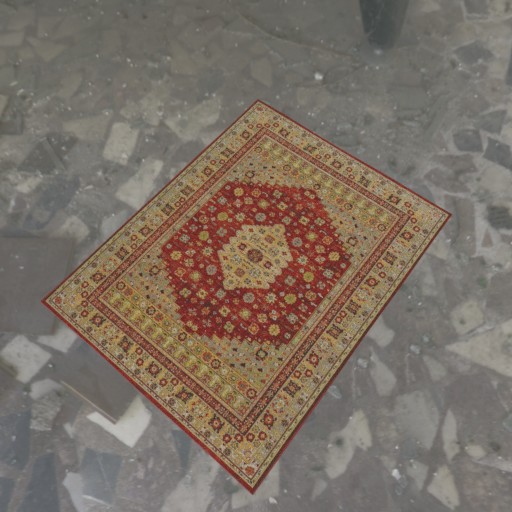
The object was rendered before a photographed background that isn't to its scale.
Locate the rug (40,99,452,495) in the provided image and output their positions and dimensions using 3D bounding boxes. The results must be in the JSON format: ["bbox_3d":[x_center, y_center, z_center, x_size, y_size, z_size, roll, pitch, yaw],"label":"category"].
[{"bbox_3d":[0.000,0.000,4.066,2.387,0.013,3.053,36,69,16],"label":"rug"}]
